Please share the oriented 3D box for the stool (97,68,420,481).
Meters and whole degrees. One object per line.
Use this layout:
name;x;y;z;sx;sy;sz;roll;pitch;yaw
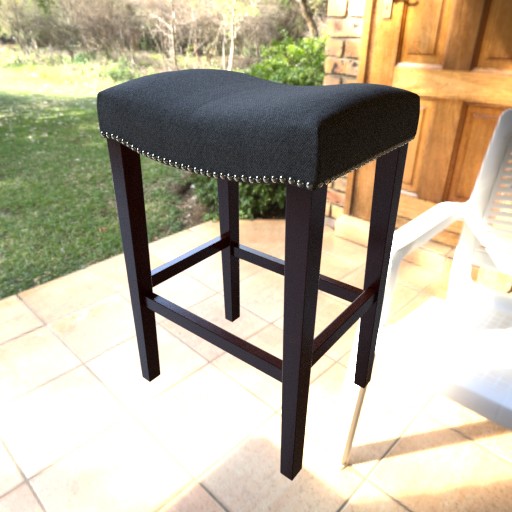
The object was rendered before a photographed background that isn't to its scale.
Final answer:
stool;0.000;0.000;0.989;0.504;0.742;0.372;21;35;33
